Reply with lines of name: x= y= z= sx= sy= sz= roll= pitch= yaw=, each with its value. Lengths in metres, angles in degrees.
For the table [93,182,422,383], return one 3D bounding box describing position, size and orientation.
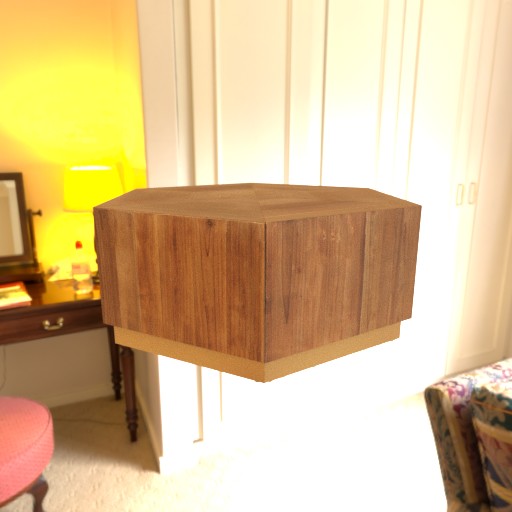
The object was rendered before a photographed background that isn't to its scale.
table: x=0.000 y=0.000 z=1.678 sx=1.154 sy=0.456 sz=1.000 roll=7 pitch=16 yaw=27
